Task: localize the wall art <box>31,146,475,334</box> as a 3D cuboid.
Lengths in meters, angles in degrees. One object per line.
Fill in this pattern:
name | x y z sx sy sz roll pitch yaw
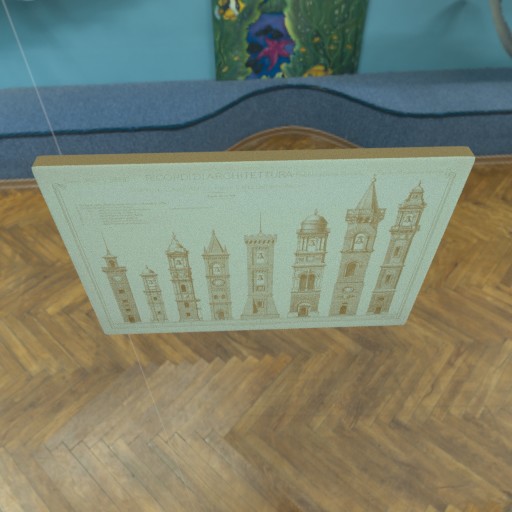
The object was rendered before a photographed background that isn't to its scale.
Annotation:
wall art | 0.000 0.000 0.476 0.380 0.254 0.019 -2 47 -2
